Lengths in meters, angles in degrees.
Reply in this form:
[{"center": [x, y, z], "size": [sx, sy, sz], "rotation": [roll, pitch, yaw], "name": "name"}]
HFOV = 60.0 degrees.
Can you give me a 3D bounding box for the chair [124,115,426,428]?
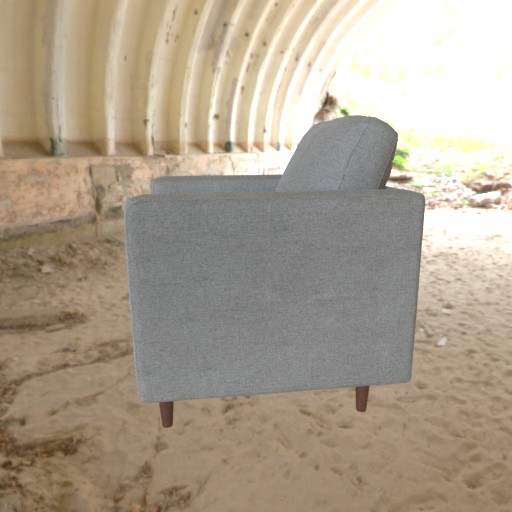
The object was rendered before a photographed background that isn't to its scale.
[{"center": [0.000, 0.000, 1.549], "size": [0.800, 0.927, 0.855], "rotation": [-2, 14, -7], "name": "chair"}]
